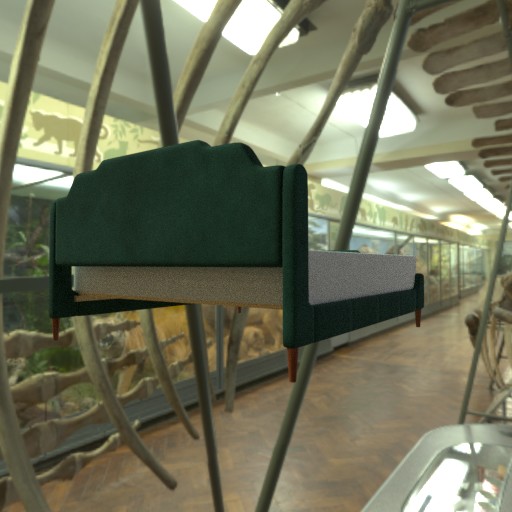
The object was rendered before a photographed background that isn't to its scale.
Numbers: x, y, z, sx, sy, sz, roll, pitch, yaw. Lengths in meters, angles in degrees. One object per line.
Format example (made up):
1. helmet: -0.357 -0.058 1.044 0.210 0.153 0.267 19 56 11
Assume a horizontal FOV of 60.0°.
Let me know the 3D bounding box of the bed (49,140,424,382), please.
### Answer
1. bed: 0.000 0.000 3.609 2.074 1.245 2.340 -1 -1 35
